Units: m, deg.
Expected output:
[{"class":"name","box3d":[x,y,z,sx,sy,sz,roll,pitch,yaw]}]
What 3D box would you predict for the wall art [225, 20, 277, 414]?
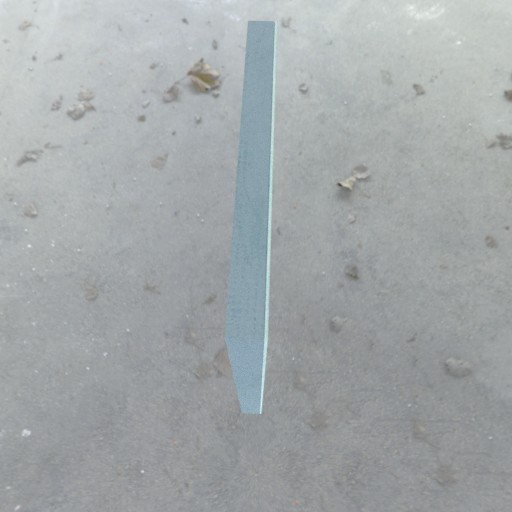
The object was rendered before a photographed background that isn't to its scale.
[{"class":"wall art","box3d":[0.000,0.000,0.695,0.037,0.509,0.409,2,64,1]}]
